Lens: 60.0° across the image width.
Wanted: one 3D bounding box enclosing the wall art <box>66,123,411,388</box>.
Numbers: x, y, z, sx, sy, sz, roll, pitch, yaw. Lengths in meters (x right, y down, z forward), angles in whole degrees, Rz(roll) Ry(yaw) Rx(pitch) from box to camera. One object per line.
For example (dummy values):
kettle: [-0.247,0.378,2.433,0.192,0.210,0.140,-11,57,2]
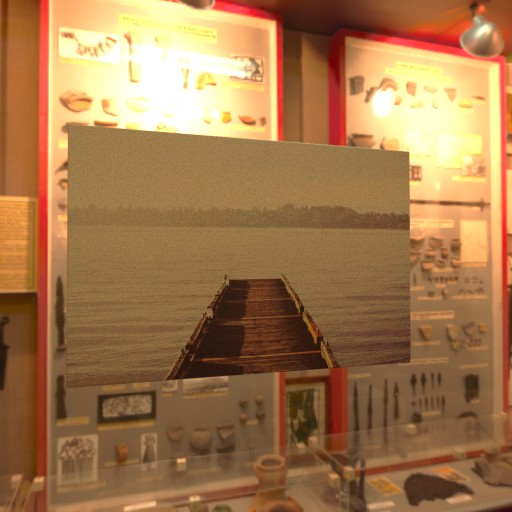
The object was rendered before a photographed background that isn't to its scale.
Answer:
wall art: [0.000,0.000,1.165,0.916,0.609,0.037,0,-1,-16]
